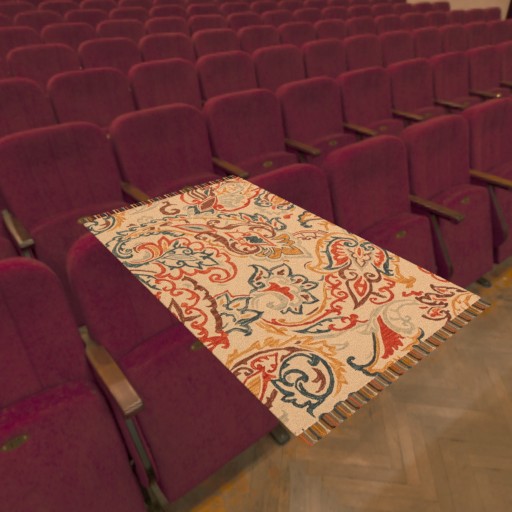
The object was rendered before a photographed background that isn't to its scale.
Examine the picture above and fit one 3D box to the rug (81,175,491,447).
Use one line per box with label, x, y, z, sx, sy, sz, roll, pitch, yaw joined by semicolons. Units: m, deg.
rug;0.000;0.000;3.076;1.523;0.010;2.584;-23;39;-32
